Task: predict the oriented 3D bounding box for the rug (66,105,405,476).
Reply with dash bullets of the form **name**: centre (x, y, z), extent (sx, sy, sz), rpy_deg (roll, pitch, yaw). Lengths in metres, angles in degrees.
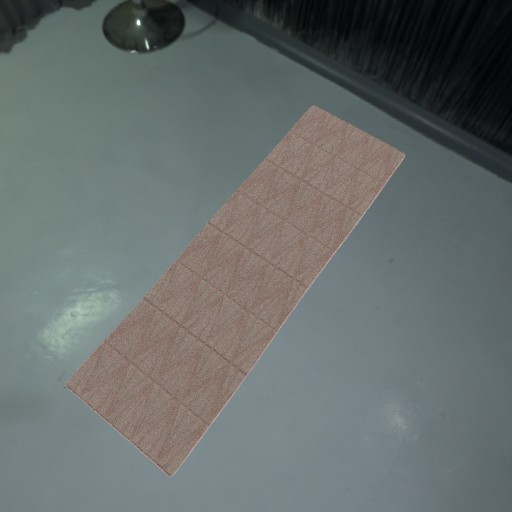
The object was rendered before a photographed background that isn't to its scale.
- **rug**: centre (0.000, 0.000, 2.682), extent (0.760, 0.015, 2.435), rpy_deg (33, 69, 15)
